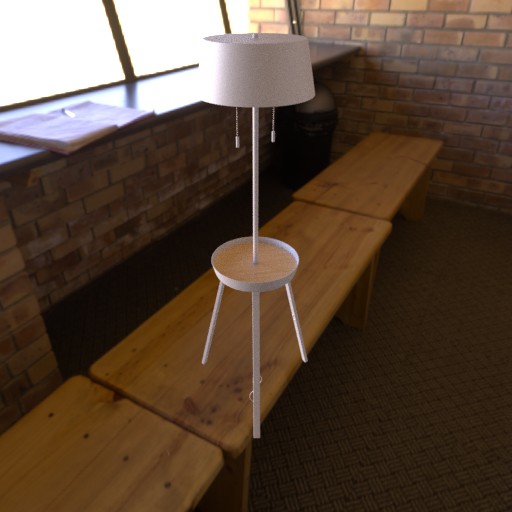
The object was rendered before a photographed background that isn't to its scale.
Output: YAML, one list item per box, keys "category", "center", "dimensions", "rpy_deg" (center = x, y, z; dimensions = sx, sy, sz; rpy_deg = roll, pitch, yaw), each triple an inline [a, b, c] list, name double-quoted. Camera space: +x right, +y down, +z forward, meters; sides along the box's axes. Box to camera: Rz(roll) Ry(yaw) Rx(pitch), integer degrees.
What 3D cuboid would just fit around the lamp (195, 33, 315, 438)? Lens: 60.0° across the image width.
- category: "lamp"
  center: [0.000, 0.000, 1.599]
  dimensions: [0.508, 1.429, 0.468]
  rpy_deg: [-1, 32, -1]
